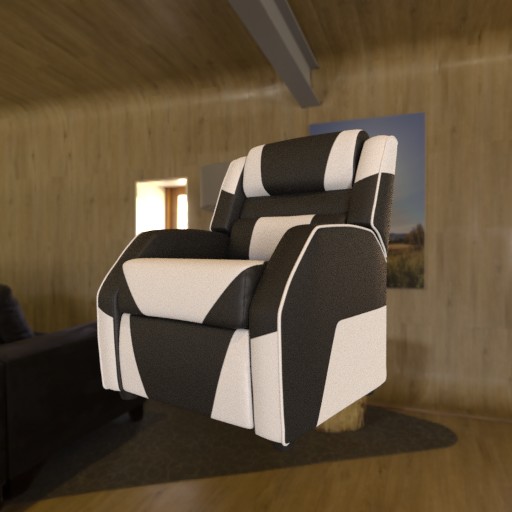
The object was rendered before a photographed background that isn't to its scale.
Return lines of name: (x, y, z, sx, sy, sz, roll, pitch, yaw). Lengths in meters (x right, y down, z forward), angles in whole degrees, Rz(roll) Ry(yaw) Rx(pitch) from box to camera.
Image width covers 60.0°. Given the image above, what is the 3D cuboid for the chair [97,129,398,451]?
chair: (0.000, 0.000, 1.298, 0.620, 0.805, 0.672, 1, 1, 37)
